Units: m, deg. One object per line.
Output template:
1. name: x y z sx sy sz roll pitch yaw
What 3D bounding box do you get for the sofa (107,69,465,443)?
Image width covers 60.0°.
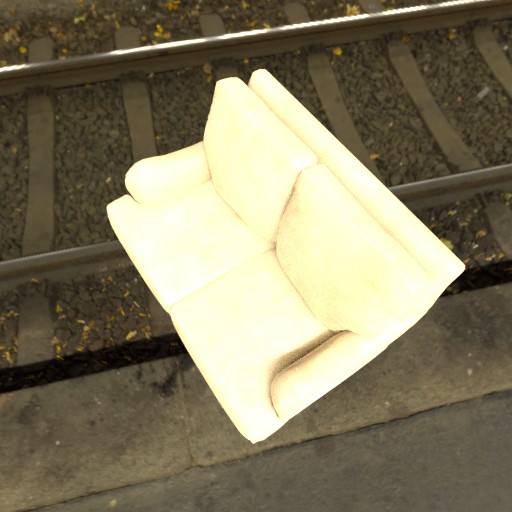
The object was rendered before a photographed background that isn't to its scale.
1. sofa: 0.000 0.000 2.301 1.086 1.087 1.498 -31 66 -16
